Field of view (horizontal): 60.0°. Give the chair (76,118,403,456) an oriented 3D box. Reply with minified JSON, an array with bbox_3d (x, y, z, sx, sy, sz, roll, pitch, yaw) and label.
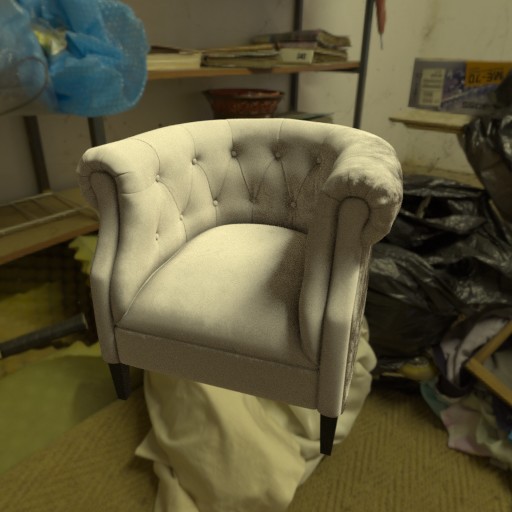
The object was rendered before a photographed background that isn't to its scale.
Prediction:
[{"bbox_3d":[0.000,0.000,1.542,0.904,0.826,0.851,8,27,17],"label":"chair"}]
